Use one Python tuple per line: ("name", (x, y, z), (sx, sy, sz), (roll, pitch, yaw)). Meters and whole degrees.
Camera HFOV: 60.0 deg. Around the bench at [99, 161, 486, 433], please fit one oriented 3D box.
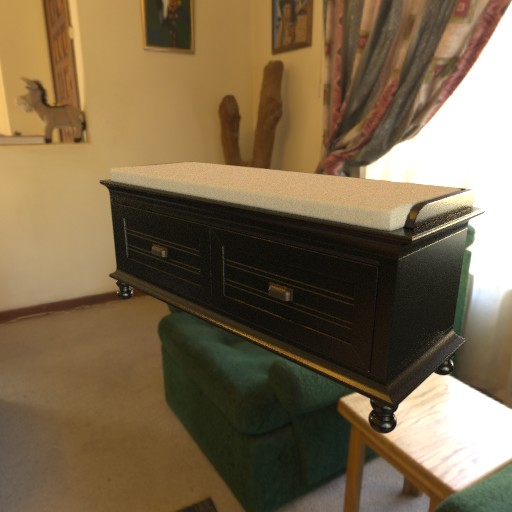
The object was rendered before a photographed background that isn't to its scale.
("bench", (0.000, 0.000, 1.403), (1.185, 0.501, 0.402), (16, 23, 42))
